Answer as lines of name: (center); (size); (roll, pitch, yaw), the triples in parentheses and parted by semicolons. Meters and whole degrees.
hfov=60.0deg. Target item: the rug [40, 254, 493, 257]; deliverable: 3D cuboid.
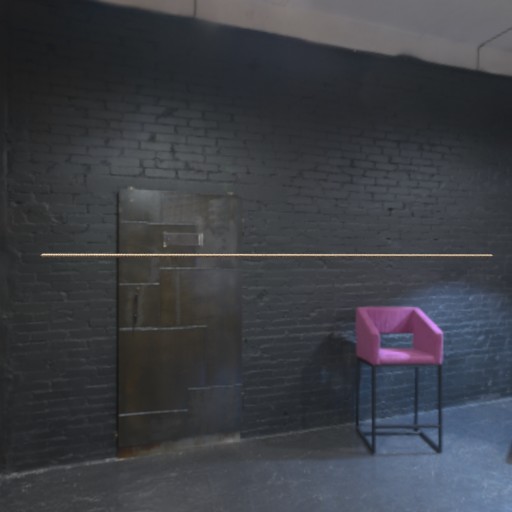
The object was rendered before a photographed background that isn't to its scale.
rug: (0.000, 0.000, 2.822); (2.294, 0.014, 1.528); (0, 0, -19)
